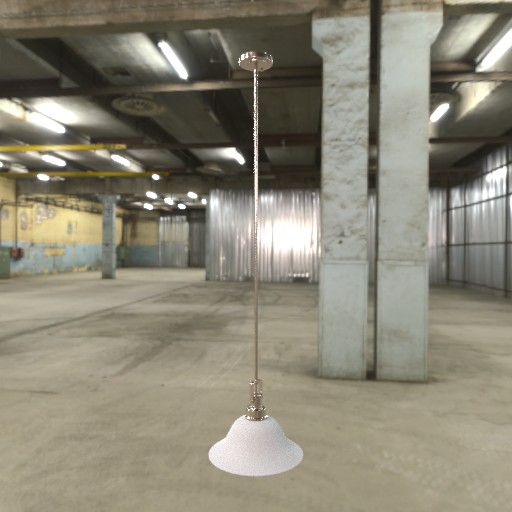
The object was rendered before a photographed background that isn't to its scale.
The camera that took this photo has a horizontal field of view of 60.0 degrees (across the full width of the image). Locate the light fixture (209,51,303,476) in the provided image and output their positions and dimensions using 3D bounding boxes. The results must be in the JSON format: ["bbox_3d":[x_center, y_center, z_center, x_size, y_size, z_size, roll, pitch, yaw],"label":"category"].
[{"bbox_3d":[0.000,0.000,1.522,0.324,1.354,0.324,0,0,35],"label":"light fixture"}]
